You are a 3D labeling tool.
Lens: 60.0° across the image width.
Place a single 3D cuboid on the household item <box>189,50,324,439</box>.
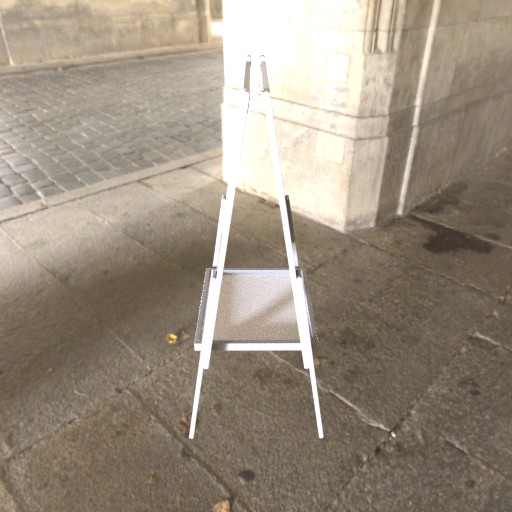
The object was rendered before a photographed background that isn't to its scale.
[{"bbox_3d":[0.000,0.000,1.461,0.469,1.172,0.531,0,32,0],"label":"household item"}]
